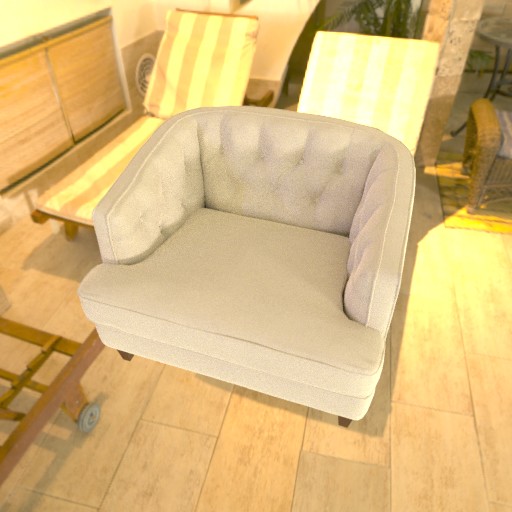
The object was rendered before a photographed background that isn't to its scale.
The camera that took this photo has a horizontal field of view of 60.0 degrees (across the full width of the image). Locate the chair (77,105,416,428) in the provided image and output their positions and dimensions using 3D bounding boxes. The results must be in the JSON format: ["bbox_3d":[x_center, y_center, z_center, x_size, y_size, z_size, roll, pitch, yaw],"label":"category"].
[{"bbox_3d":[0.000,0.000,1.794,1.104,0.852,0.941,13,43,14],"label":"chair"}]
